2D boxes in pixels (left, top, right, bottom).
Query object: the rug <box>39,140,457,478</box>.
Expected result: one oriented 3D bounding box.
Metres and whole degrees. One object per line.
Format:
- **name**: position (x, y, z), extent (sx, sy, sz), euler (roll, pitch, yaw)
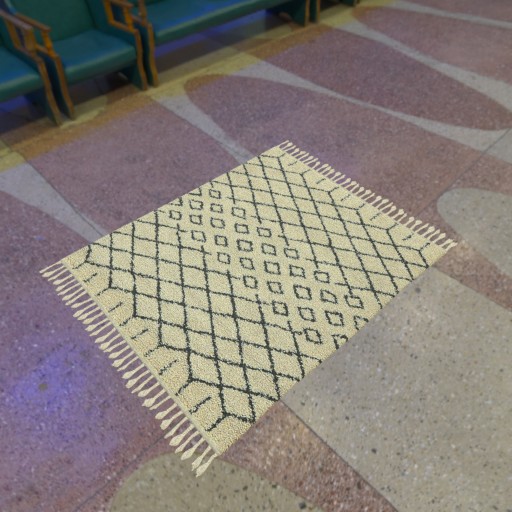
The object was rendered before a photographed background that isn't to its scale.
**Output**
- **rug**: position (0.000, 0.000, 4.194), extent (3.213, 0.030, 2.388), euler (-34, 56, -27)
